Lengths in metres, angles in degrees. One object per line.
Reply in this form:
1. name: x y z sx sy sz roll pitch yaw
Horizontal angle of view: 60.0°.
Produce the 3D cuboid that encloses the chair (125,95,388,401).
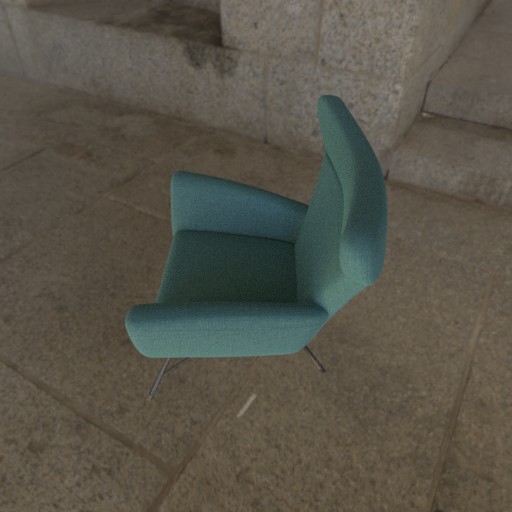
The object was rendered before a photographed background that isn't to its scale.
1. chair: 0.000 0.000 1.814 0.900 0.980 1.050 1 41 1
